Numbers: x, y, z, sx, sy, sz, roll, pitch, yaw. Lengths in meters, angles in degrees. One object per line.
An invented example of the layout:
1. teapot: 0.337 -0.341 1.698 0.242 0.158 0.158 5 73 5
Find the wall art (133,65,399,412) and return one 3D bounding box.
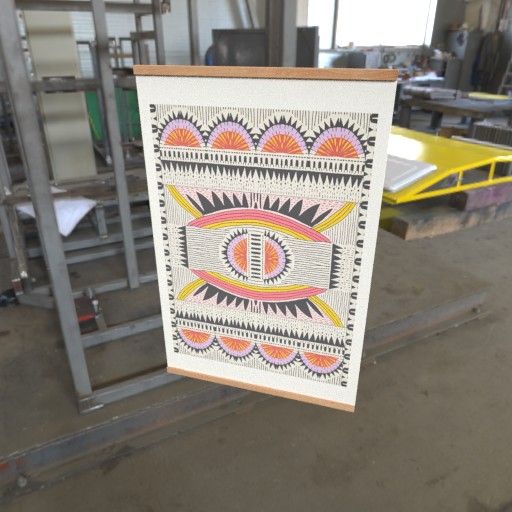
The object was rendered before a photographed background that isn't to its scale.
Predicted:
1. wall art: 0.000 0.000 1.954 0.999 1.533 0.028 8 27 15
